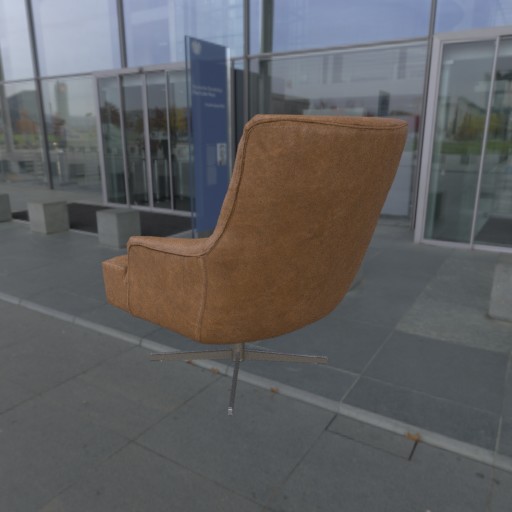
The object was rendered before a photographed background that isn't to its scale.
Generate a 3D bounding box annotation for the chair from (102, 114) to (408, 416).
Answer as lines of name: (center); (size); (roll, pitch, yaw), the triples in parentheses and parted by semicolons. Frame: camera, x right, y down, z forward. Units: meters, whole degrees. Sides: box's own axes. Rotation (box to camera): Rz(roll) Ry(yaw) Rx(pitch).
chair: (0.000, 0.000, 1.487); (0.729, 0.869, 0.874); (-14, 20, -41)
